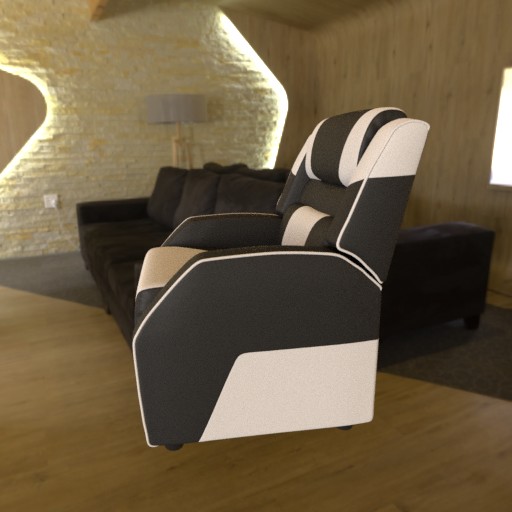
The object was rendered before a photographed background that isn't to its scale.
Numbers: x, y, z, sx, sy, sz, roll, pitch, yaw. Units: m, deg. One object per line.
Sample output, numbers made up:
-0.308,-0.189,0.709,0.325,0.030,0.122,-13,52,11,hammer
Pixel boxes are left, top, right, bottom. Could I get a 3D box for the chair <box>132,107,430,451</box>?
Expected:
0.000,0.000,1.281,0.672,0.805,0.620,-3,14,-10,chair
